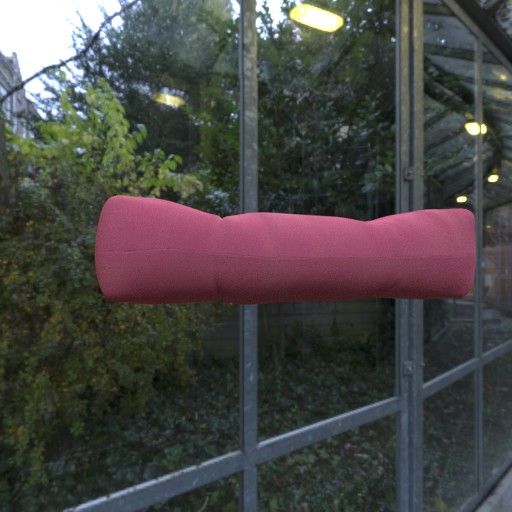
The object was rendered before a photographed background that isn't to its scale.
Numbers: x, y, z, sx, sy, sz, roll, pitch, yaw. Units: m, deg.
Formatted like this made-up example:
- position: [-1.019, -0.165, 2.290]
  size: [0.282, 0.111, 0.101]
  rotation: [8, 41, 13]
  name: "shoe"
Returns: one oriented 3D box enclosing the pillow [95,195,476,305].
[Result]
- position: [0.000, 0.000, 0.719]
  size: [0.490, 0.128, 0.468]
  rotation: [0, -1, -19]
  name: "pillow"
